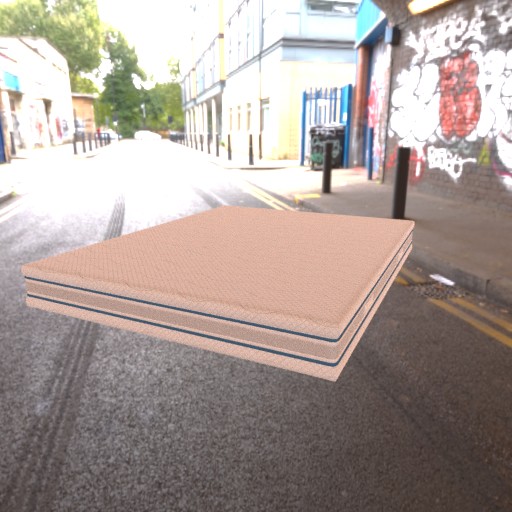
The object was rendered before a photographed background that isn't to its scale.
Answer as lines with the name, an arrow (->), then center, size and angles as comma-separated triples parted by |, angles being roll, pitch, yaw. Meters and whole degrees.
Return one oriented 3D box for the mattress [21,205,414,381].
mattress -> 0.000, 0.000, 2.726 | 1.600, 0.230, 2.000 | 8, 18, 25
